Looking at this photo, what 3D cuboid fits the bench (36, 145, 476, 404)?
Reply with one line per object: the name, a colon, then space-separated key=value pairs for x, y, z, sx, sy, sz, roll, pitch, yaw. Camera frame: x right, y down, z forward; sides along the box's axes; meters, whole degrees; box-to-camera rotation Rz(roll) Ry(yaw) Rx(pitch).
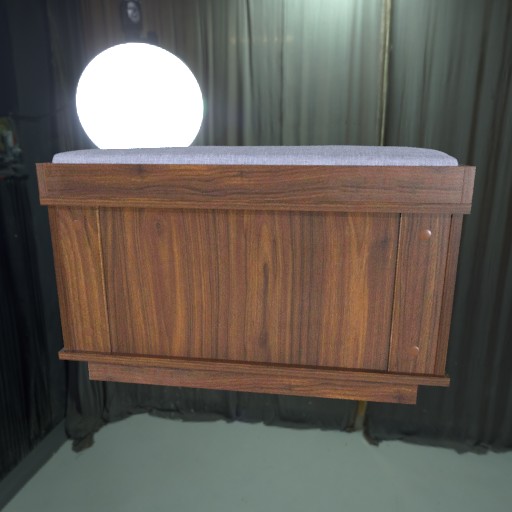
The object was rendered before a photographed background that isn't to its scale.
bench: x=0.000 y=0.000 z=0.955 sx=0.734 sy=0.461 sz=0.362 roll=2 pitch=15 yaw=8
